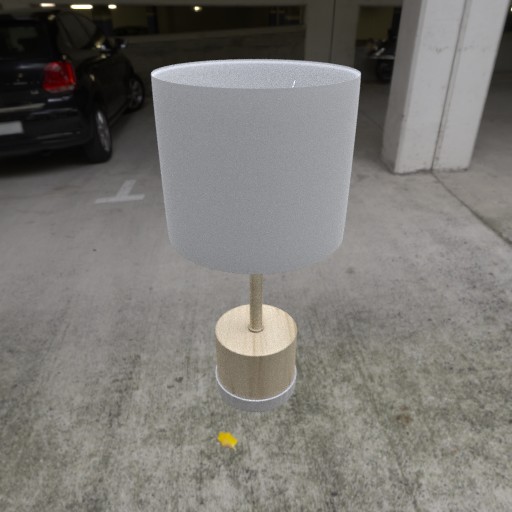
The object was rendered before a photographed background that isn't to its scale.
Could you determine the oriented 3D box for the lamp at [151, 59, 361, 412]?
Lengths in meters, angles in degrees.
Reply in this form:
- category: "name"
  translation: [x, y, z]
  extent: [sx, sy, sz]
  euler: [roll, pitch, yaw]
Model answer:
- category: "lamp"
  translation: [0.000, 0.000, 0.605]
  extent: [0.229, 0.470, 0.229]
  euler: [-1, 30, -2]
